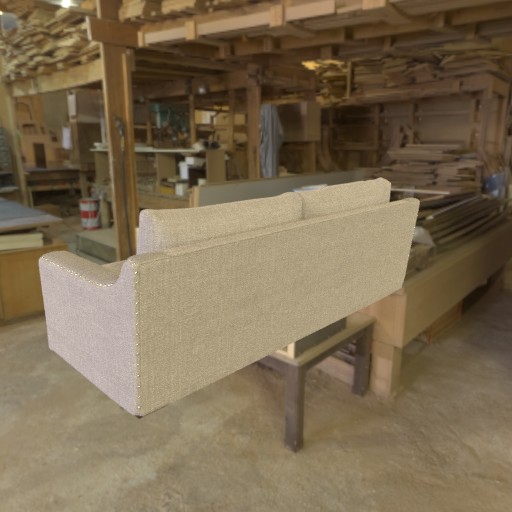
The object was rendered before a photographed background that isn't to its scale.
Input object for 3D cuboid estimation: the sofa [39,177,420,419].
[{"bbox_3d":[0.000,0.000,2.700,1.000,0.857,2.208,15,21,43],"label":"sofa"}]
